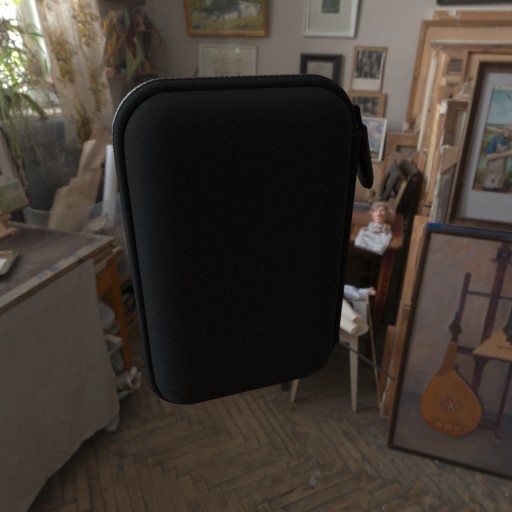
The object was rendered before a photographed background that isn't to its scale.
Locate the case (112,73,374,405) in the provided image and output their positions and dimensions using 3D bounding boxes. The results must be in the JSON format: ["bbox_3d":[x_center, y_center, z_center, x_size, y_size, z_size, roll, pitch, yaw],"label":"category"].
[{"bbox_3d":[0.000,0.000,0.195,0.107,0.147,0.030,-8,28,-16],"label":"case"}]
